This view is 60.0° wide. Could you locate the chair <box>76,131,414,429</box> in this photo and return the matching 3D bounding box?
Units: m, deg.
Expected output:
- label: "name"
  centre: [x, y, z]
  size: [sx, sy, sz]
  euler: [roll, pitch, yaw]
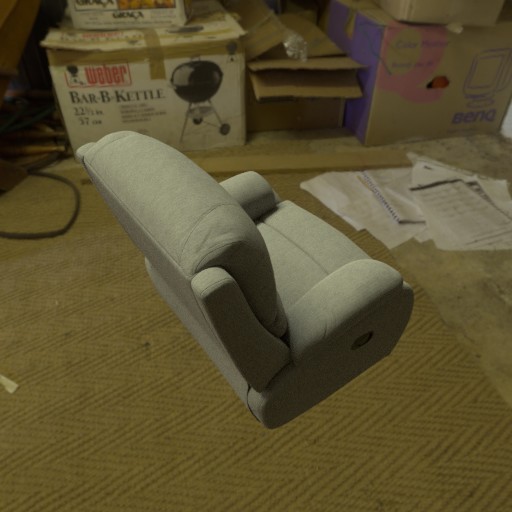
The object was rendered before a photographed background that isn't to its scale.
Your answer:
- label: "chair"
  centre: [0.000, 0.000, 1.689]
  size: [0.899, 1.011, 0.930]
  euler: [-25, 46, -26]
